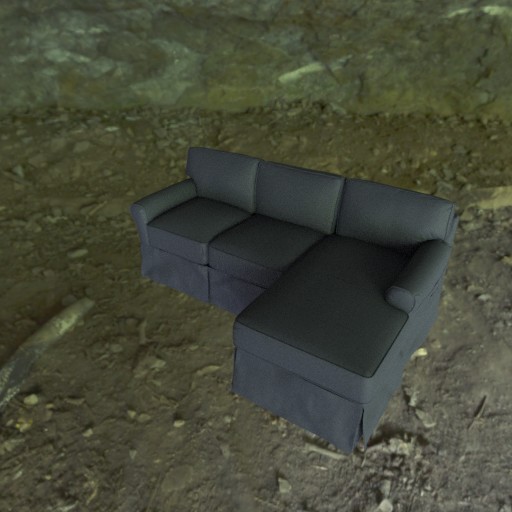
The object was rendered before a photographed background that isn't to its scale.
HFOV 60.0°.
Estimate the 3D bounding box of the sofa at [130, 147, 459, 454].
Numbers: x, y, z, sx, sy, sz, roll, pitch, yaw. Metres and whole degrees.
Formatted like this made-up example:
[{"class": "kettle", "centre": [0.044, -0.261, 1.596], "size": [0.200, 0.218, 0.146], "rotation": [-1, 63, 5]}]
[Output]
[{"class": "sofa", "centre": [0.000, 0.000, 3.371], "size": [2.518, 1.039, 1.637], "rotation": [18, 35, 29]}]
